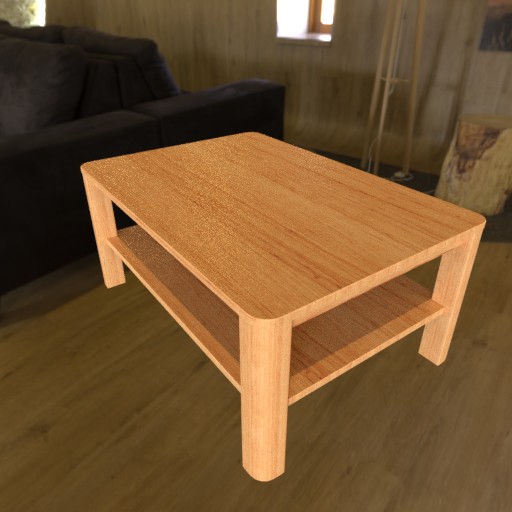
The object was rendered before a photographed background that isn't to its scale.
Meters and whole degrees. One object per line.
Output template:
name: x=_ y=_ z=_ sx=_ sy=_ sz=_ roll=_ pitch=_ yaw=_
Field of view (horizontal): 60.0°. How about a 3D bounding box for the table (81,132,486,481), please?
table: x=0.000 y=0.000 z=1.357 sx=0.696 sy=0.445 sz=0.997 roll=-20 pitch=36 yaw=-30
